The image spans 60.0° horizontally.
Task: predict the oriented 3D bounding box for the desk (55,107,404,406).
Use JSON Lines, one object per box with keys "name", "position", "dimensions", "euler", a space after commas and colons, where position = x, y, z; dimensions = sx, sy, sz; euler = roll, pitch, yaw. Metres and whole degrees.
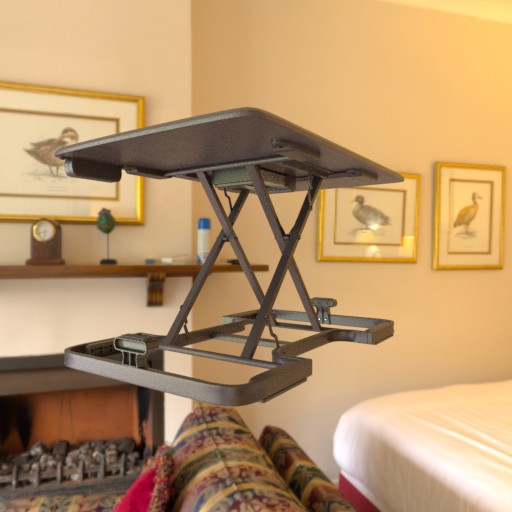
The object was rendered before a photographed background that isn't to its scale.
{"name": "desk", "position": [0.000, 0.000, 1.145], "dimensions": [0.546, 0.470, 0.820], "euler": [1, 1, 34]}
